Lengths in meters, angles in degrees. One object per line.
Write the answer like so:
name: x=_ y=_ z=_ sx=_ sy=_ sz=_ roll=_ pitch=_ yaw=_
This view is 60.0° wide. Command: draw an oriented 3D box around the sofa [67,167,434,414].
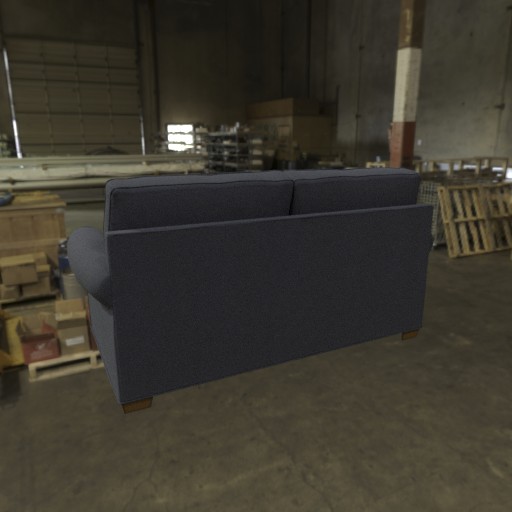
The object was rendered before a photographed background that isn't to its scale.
sofa: x=0.000 y=0.000 z=2.600 sx=2.009 sy=1.031 sz=0.951 roll=-7 pitch=17 yaw=-26
